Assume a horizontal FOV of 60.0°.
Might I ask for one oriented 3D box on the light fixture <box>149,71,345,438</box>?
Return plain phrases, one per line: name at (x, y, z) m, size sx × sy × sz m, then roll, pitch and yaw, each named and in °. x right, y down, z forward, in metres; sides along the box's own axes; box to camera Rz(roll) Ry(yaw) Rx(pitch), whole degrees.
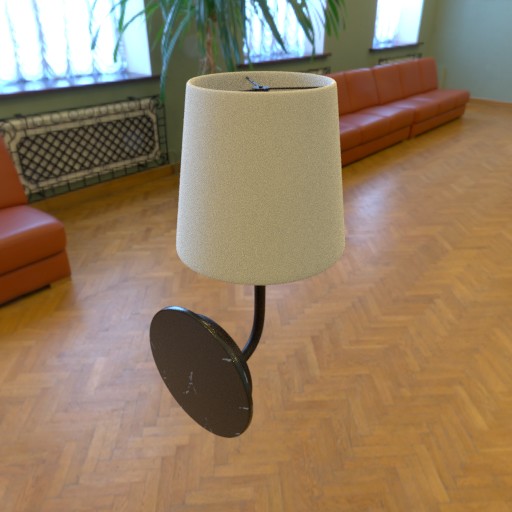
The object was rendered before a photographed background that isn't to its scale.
light fixture at (0.000, 0.000, 0.456) m, size 0.168 × 0.337 × 0.188 m, roll 23°, pitch 36°, yaw 35°
